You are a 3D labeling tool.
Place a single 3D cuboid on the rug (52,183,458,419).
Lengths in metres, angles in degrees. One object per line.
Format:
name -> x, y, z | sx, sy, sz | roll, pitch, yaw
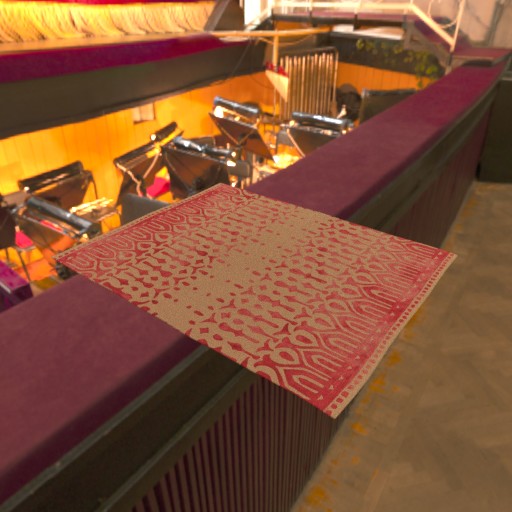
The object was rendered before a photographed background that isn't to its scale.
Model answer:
rug -> 0.000, 0.000, 4.261 | 3.095, 0.016, 2.441 | 22, 37, 32
